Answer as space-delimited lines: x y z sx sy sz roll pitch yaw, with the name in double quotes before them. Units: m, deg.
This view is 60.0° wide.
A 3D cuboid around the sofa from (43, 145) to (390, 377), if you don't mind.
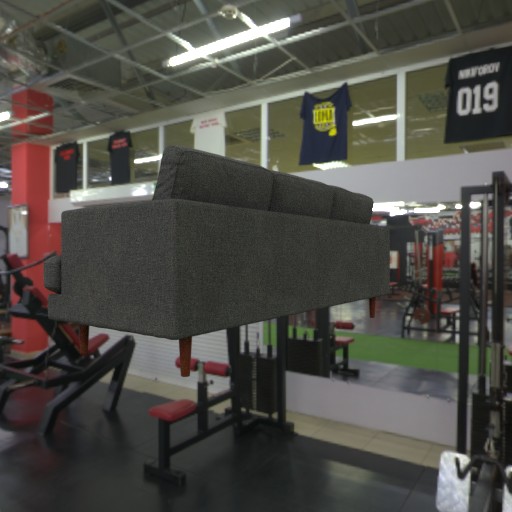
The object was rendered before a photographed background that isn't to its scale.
"sofa" 0.000 0.000 2.735 0.903 0.930 2.246 0 1 36
